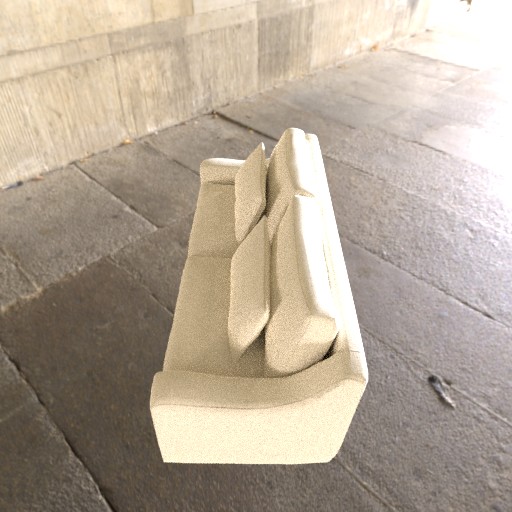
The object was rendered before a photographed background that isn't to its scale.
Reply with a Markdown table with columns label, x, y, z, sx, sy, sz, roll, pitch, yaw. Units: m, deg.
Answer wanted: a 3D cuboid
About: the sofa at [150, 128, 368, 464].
| label | x | y | z | sx | sy | sz | roll | pitch | yaw |
| --- | --- | --- | --- | --- | --- | --- | --- | --- | --- |
| sofa | 0.000 | 0.000 | 3.056 | 1.009 | 1.022 | 2.470 | 0 | 40 | 0 |
